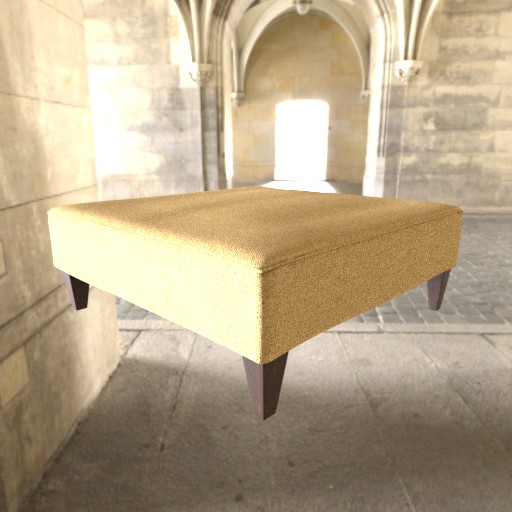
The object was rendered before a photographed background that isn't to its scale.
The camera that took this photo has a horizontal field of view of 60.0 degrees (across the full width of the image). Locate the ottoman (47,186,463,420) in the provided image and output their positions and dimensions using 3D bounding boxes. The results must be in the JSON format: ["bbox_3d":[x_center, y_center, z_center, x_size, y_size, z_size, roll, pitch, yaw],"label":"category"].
[{"bbox_3d":[0.000,0.000,1.478,0.981,0.378,0.970,14,20,43],"label":"ottoman"}]
